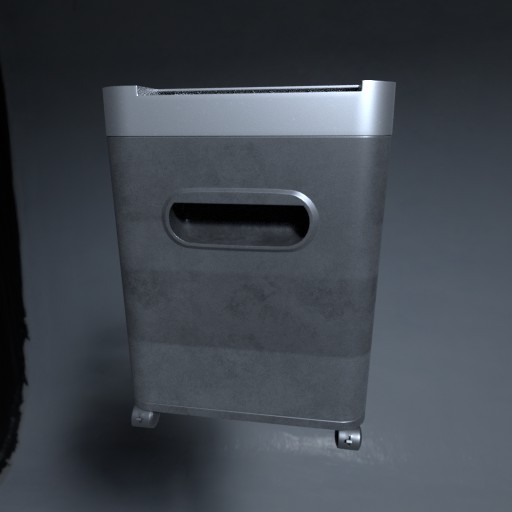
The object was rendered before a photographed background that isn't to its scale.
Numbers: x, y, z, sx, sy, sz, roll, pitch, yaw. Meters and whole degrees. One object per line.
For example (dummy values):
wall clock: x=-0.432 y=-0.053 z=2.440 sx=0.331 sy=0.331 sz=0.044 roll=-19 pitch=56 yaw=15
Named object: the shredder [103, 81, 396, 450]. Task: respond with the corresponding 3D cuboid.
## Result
shredder: x=0.000 y=0.000 z=0.597 sx=0.311 sy=0.419 sz=0.237 roll=2 pitch=15 yaw=9
